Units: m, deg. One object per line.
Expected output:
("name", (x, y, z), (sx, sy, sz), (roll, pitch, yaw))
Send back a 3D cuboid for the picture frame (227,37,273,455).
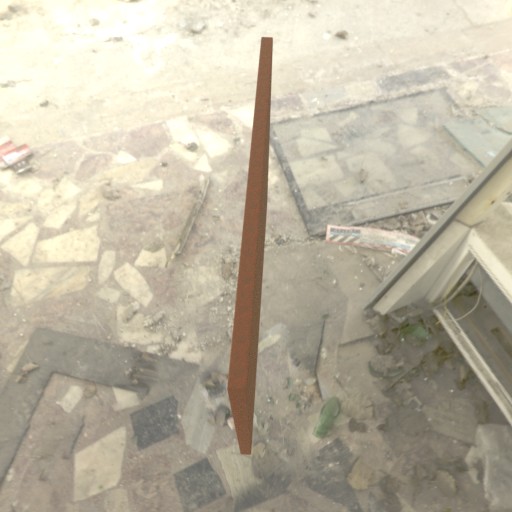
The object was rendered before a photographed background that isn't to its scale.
("picture frame", (0.000, 0.000, 1.769), (0.045, 1.018, 1.329), (3, 58, 2))
